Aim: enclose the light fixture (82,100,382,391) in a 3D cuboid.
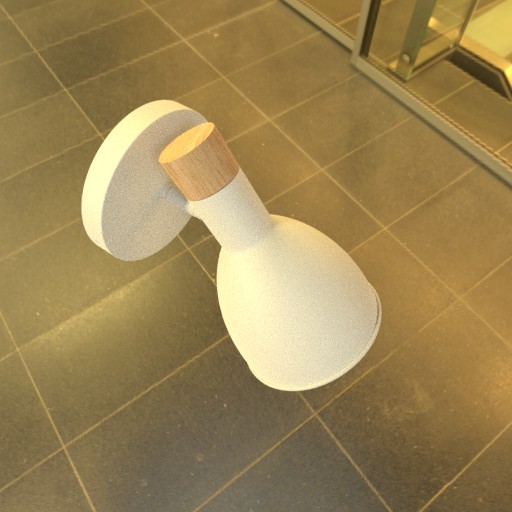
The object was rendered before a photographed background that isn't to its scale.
[{"bbox_3d":[0.000,0.000,0.334,0.209,0.199,0.127,30,64,17],"label":"light fixture"}]
